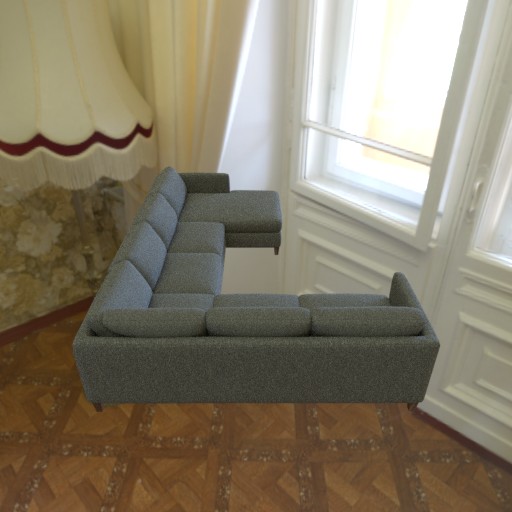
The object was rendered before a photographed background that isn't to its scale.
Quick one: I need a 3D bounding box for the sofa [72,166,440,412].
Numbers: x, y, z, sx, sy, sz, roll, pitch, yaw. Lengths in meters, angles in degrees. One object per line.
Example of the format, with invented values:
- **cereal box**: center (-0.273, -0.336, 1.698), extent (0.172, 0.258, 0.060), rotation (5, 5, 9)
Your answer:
- **sofa**: center (0.000, 0.000, 4.492), extent (2.551, 0.853, 3.238), rotation (0, 31, 0)
